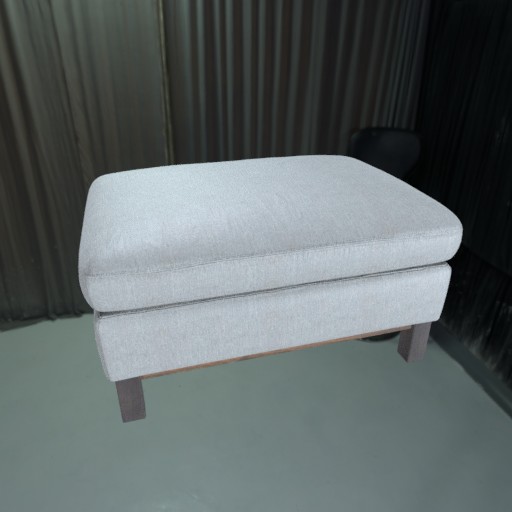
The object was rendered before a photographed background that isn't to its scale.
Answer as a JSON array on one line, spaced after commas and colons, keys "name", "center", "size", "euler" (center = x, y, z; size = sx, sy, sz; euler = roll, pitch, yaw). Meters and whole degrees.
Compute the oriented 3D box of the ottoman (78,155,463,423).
[{"name": "ottoman", "center": [0.000, 0.000, 1.048], "size": [0.735, 0.404, 0.528], "euler": [-7, 28, -14]}]
